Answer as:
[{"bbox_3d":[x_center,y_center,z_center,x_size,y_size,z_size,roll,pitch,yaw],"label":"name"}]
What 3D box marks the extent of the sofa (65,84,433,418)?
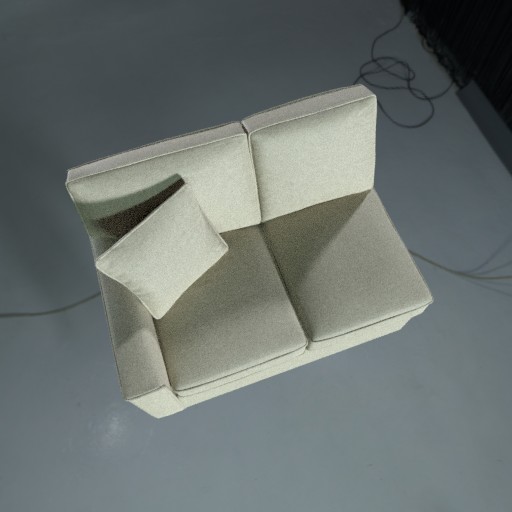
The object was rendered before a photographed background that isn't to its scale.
[{"bbox_3d":[0.000,0.000,2.080,1.388,0.989,0.991,-18,65,-9],"label":"sofa"}]
